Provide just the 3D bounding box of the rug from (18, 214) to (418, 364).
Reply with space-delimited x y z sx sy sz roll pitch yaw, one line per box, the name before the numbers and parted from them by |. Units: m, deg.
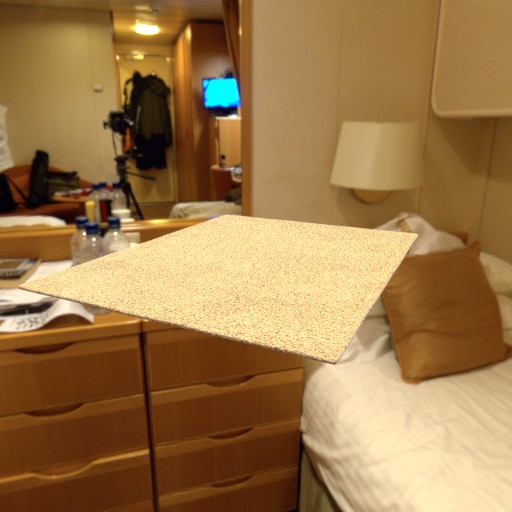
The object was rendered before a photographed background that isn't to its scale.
rug | 0.000 0.000 4.050 2.438 0.029 3.047 8 18 26
